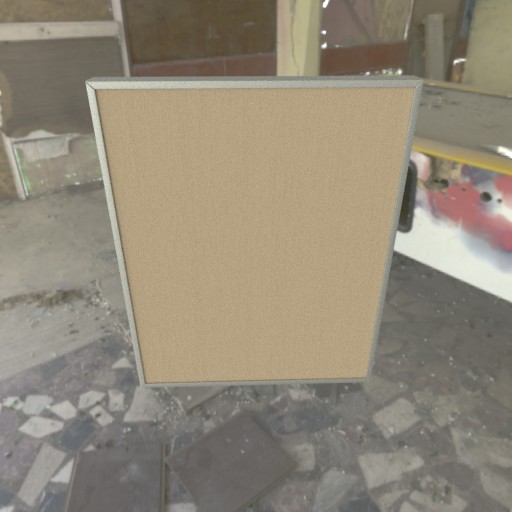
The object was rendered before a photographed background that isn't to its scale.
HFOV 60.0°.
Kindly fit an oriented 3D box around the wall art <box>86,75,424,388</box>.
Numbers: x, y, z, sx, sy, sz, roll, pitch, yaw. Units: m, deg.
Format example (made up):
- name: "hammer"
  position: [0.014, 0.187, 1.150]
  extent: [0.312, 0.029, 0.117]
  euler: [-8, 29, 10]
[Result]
- name: "wall art"
  position: [0.000, 0.000, 0.736]
  extent: [0.445, 0.553, 0.039]
  euler: [-1, 30, -2]
